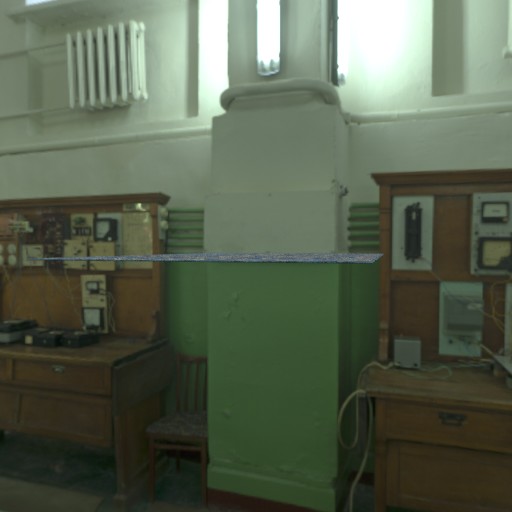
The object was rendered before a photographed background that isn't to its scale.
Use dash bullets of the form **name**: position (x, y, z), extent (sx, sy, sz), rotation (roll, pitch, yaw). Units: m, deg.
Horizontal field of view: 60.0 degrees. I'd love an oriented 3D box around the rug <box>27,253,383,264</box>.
- **rug**: position (0.000, 0.000, 4.321), extent (2.337, 0.013, 3.291), rotation (0, 1, 17)
